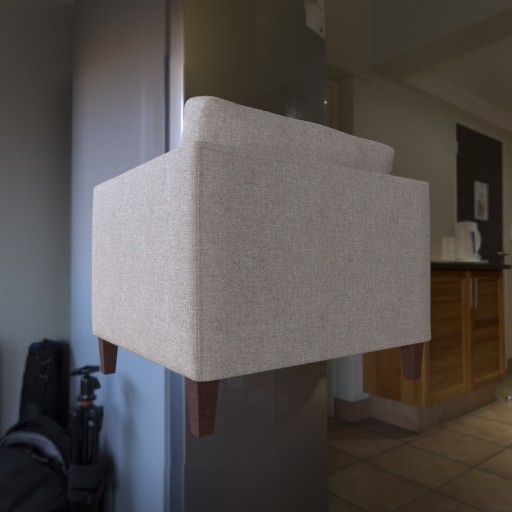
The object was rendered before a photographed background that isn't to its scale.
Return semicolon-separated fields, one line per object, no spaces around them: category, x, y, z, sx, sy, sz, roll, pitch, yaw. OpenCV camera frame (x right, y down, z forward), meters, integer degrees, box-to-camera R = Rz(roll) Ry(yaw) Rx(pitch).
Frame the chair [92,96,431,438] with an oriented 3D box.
chair;0.000;0.000;1.840;1.107;0.987;0.959;1;-1;-36
